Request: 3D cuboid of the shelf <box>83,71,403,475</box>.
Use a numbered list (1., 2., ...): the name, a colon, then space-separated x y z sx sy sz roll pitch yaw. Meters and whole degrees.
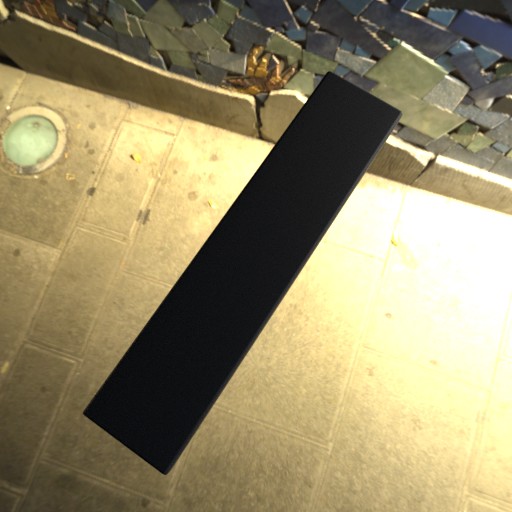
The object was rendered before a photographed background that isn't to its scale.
1. shelf: 0.000 0.000 0.489 0.102 0.053 0.456 33 78 8
